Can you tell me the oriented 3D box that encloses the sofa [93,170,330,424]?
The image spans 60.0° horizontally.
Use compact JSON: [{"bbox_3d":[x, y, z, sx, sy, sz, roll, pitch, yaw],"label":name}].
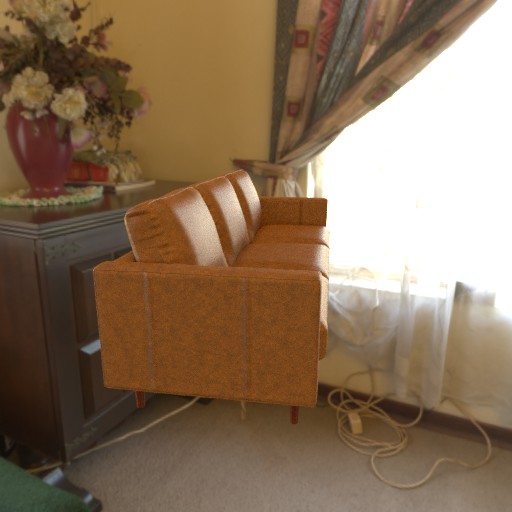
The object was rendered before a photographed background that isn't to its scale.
[{"bbox_3d":[0.000,0.000,2.746,0.903,0.930,2.231,2,15,9],"label":"sofa"}]
